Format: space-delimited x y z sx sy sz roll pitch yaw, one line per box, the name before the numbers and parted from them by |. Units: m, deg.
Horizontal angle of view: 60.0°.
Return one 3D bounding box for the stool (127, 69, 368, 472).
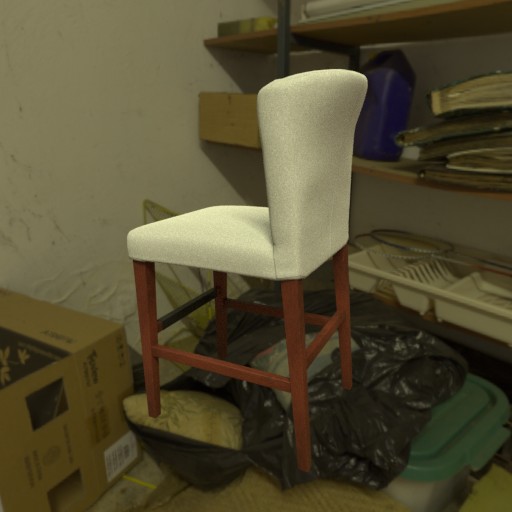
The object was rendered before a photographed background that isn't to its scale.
stool | 0.000 0.000 1.291 0.568 0.968 0.479 8 17 25
